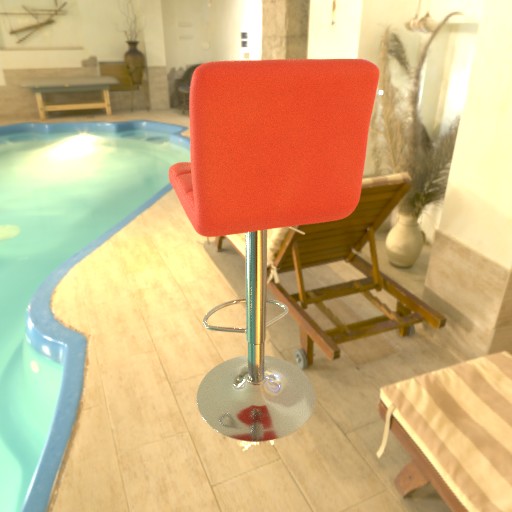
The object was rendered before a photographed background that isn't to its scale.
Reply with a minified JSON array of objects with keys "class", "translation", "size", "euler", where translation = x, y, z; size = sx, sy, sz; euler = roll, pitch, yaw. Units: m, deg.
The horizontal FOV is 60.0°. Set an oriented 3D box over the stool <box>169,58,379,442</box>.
[{"class":"stool","translation":[0.000,0.000,1.348],"size":[0.430,1.115,0.505],"euler":[-9,28,-17]}]
